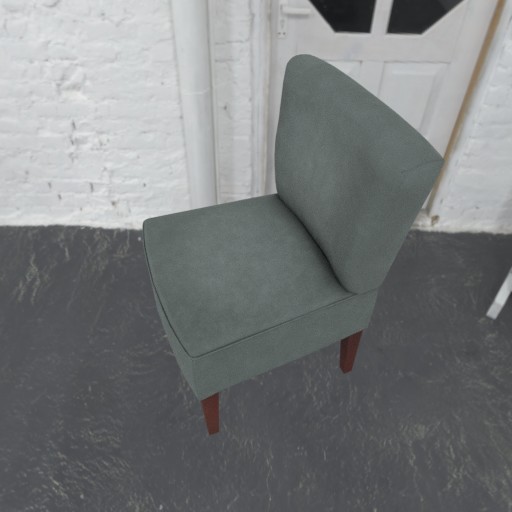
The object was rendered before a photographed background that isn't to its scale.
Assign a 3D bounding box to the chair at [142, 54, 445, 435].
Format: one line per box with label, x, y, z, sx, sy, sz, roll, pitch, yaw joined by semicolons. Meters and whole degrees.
chair;0.000;0.000;1.162;0.554;0.806;0.521;-16;47;-15
